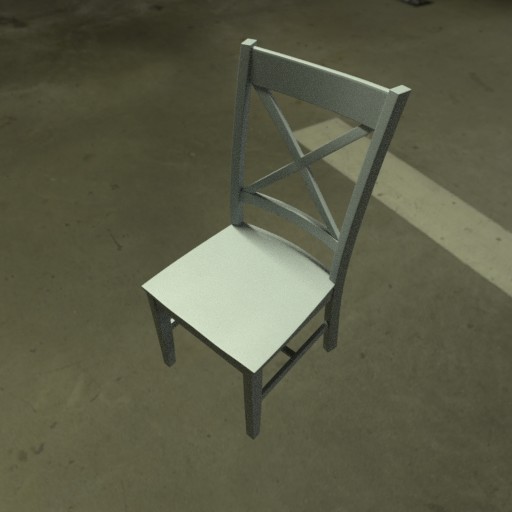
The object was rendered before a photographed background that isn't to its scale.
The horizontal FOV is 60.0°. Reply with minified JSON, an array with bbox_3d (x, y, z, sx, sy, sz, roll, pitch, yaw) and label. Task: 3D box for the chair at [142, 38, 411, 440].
[{"bbox_3d":[0.000,0.000,1.307,0.485,0.983,0.542,31,53,28],"label":"chair"}]
